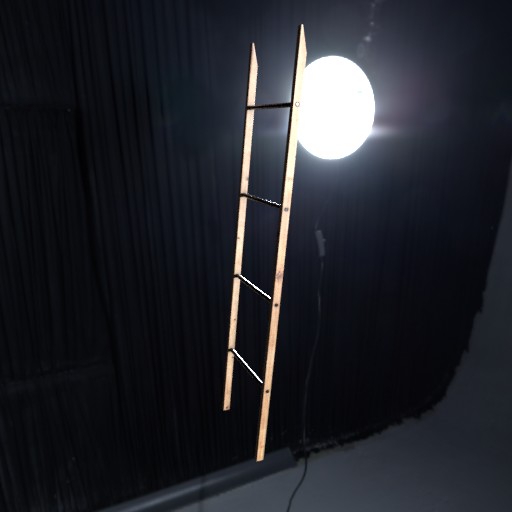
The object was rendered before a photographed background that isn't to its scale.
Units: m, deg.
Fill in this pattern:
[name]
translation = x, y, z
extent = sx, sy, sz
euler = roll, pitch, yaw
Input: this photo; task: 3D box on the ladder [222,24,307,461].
[ladder]
translation = 0.000, 0.000, 1.981
extent = 0.200, 1.805, 0.442
euler = -8, 18, -24
